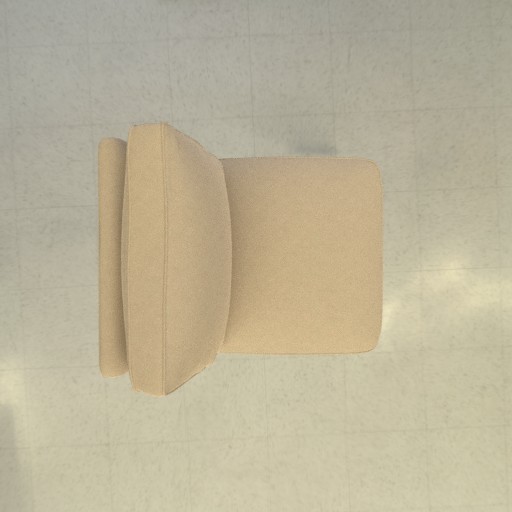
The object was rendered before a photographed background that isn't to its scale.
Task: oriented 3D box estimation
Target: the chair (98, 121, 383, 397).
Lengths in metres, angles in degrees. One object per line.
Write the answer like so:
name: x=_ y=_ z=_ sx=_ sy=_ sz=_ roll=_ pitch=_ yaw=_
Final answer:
chair: x=0.000 y=0.000 z=1.636 sx=0.912 sy=1.052 sz=0.724 roll=0 pitch=91 yaw=0
